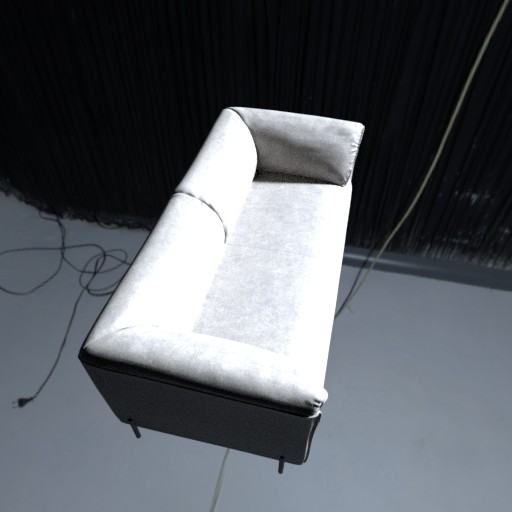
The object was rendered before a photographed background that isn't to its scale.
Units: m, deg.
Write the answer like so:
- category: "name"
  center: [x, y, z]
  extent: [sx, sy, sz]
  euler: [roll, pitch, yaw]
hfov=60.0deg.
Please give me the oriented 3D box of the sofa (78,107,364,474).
- category: "sofa"
  center: [0.000, 0.000, 2.355]
  extent: [0.905, 0.747, 1.878]
  euler: [10, 47, 9]
